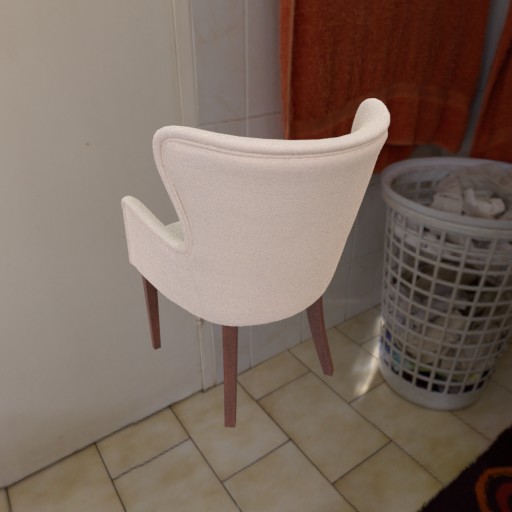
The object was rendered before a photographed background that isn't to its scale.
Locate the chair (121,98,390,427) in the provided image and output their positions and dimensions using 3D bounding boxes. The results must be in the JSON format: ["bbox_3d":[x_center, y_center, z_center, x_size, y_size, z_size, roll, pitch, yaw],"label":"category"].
[{"bbox_3d":[0.000,0.000,1.481,0.696,0.990,0.744,-18,34,-29],"label":"chair"}]
